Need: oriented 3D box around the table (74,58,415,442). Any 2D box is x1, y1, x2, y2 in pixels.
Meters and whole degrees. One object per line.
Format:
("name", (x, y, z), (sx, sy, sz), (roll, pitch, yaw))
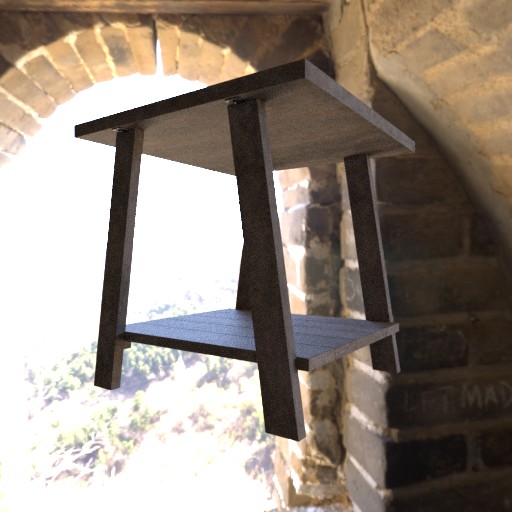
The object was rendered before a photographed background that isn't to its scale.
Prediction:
("table", (0.000, 0.000, 1.106), (0.610, 0.610, 0.610), (0, 0, 35))
